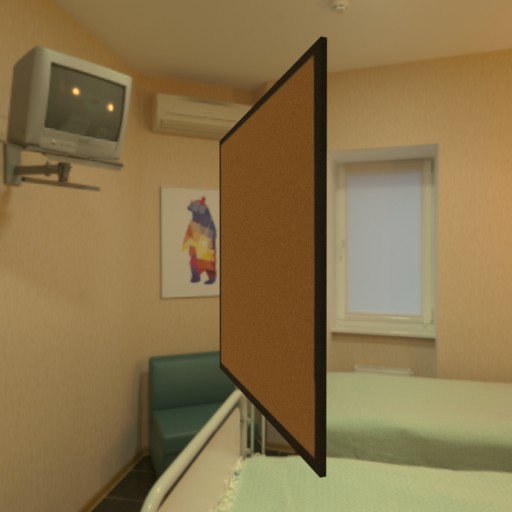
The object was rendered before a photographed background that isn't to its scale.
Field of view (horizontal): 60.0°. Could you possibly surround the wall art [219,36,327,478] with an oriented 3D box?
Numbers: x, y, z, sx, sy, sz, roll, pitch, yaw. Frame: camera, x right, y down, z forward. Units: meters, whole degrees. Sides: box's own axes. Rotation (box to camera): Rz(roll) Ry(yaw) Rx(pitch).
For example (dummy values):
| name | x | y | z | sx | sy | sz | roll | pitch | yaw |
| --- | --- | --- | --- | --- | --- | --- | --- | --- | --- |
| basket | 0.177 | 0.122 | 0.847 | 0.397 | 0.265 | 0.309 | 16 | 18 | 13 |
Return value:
| name | x | y | z | sx | sy | sz | roll | pitch | yaw |
| --- | --- | --- | --- | --- | --- | --- | --- | --- | --- |
| wall art | 0.000 | 0.000 | 1.221 | 0.013 | 0.823 | 0.823 | 0 | 1 | -18 |
